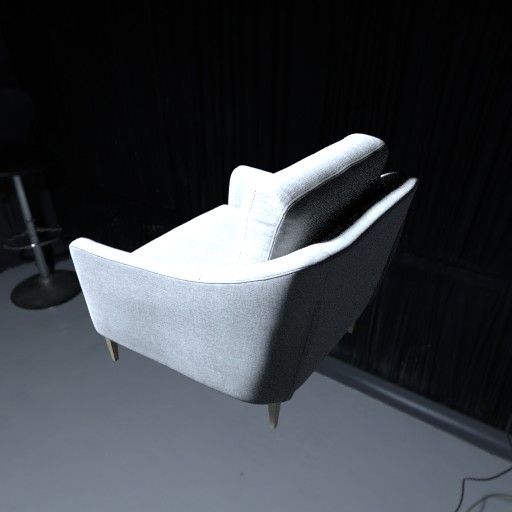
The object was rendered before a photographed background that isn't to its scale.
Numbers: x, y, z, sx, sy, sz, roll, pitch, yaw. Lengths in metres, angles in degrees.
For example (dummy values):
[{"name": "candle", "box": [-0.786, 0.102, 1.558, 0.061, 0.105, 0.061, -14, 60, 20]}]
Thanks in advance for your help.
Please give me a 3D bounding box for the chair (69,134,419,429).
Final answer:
[{"name": "chair", "box": [0.000, 0.000, 1.725, 0.961, 0.902, 0.986, 21, 37, 30]}]
